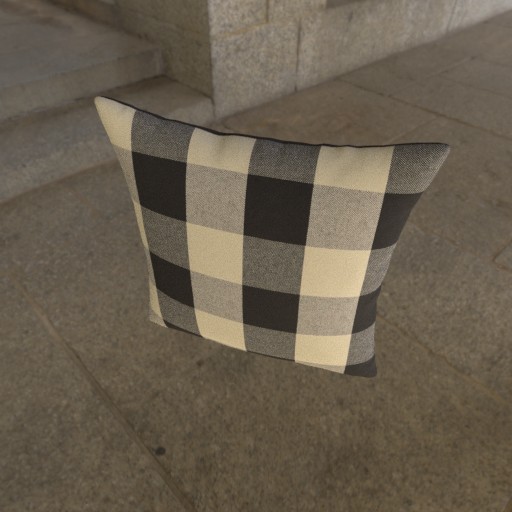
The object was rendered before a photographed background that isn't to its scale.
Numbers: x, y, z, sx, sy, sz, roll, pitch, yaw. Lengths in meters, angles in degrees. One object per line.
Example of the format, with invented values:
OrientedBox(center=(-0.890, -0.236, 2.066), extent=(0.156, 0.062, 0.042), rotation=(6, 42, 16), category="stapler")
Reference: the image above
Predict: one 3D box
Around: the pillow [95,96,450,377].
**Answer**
OrientedBox(center=(0.000, 0.000, 0.779), extent=(0.511, 0.509, 0.161), rotation=(12, 43, 13), category="pillow")
